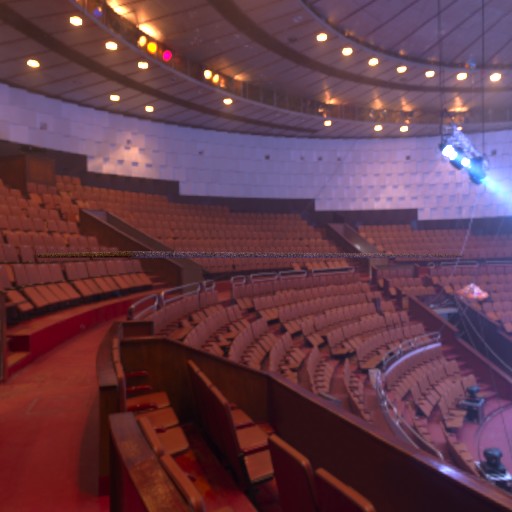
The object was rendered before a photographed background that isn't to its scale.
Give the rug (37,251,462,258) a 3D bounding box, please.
[{"bbox_3d":[0.000,0.000,3.373,2.699,0.026,1.802,0,0,-37],"label":"rug"}]
